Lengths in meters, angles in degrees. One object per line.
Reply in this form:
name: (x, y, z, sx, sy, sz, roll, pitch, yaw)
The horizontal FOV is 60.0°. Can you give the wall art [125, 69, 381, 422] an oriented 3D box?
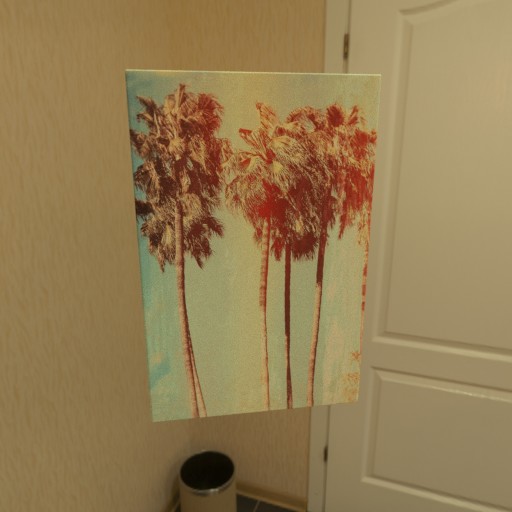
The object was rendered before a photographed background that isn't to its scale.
wall art: (0.000, 0.000, 0.497, 0.251, 0.380, 0.039, -3, 16, -9)
